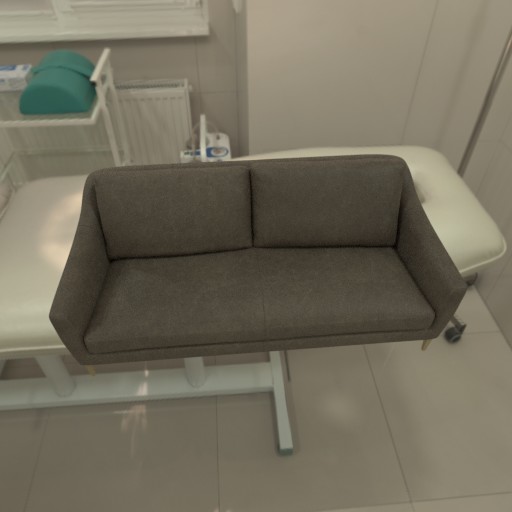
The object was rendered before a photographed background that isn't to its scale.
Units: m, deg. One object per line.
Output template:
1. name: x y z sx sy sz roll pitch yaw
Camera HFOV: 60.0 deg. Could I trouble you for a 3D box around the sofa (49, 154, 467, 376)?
1. sofa: 0.000 0.000 2.546 2.036 0.902 0.960 -4 45 -4
